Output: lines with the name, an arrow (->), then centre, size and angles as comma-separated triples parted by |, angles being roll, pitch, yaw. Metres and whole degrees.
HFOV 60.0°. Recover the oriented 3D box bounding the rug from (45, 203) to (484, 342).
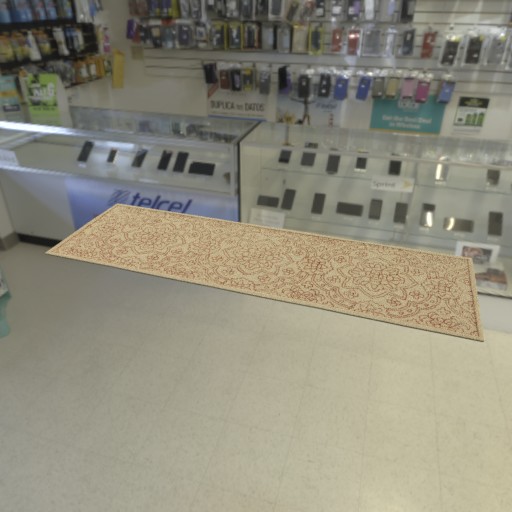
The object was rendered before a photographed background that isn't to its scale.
rug -> 0.000, 0.000, 2.653 | 2.448, 0.012, 0.769 | 10, 33, 16
